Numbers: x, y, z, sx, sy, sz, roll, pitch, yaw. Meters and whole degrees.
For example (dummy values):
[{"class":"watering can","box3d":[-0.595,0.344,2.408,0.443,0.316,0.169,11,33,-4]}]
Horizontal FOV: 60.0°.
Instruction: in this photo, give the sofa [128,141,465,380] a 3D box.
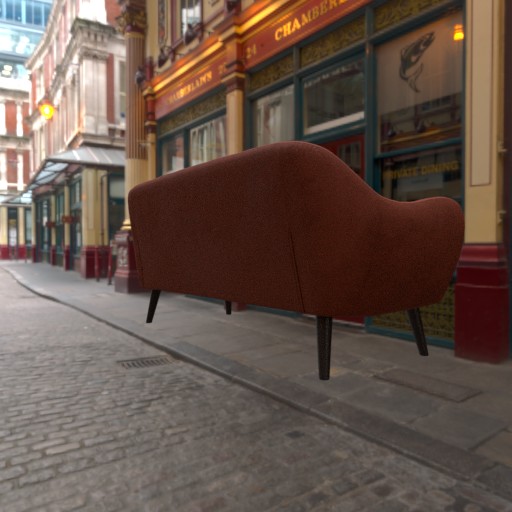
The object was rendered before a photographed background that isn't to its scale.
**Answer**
[{"class":"sofa","box3d":[0.000,0.000,2.296,0.820,0.836,1.840,-1,1,-37]}]
